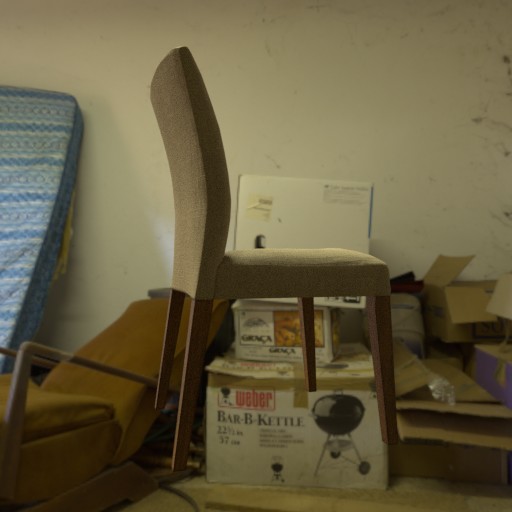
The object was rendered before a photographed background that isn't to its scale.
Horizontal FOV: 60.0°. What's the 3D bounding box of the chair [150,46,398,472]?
[{"bbox_3d":[0.000,0.000,1.257,0.585,0.940,0.496,0,-1,-18],"label":"chair"}]
